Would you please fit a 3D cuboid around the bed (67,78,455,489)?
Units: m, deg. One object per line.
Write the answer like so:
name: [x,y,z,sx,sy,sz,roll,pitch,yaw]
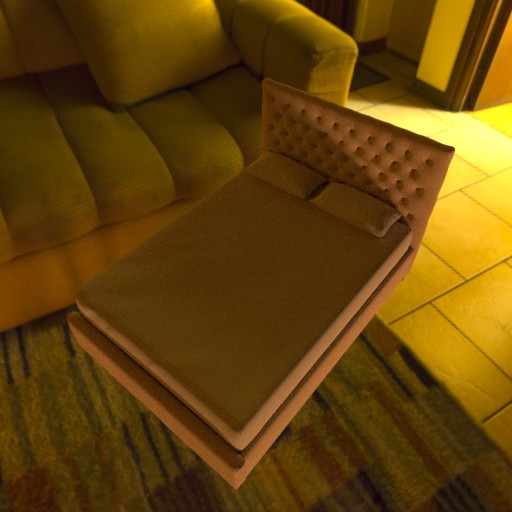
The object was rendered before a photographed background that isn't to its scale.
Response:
bed: [0.000,0.000,3.321,1.698,1.427,2.387,31,54,26]
